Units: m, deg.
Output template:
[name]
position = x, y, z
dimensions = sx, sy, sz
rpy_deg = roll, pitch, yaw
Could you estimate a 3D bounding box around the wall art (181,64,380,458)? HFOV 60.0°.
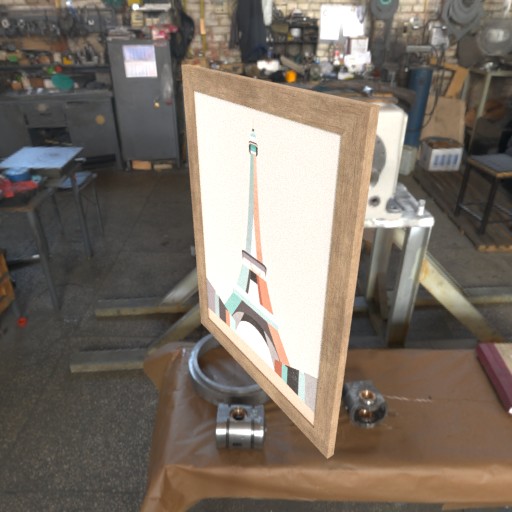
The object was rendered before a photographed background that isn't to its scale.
[wall art]
position = 0.000, 0.000, 0.921
dimensions = 0.018, 0.686, 0.534
rpy_deg = -19, 35, -29
